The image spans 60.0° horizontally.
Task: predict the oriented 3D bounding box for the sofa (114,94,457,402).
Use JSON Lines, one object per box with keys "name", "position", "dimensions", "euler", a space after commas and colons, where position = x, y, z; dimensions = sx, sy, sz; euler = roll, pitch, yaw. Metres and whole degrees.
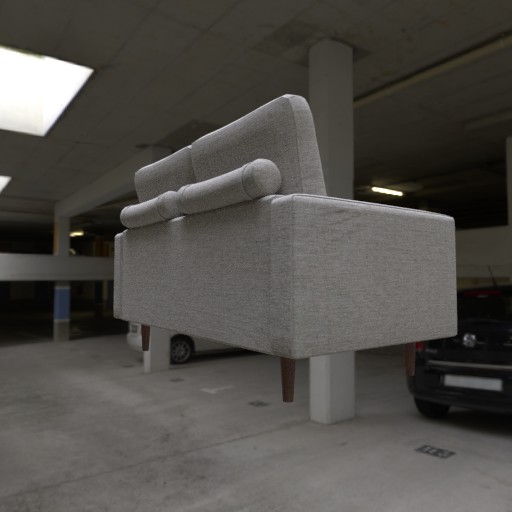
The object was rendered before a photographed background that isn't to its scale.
{"name": "sofa", "position": [0.000, 0.000, 1.930], "dimensions": [0.842, 0.907, 1.407], "euler": [2, -3, -36]}
